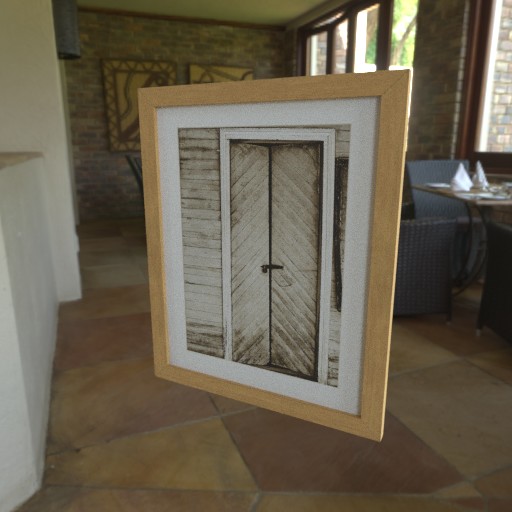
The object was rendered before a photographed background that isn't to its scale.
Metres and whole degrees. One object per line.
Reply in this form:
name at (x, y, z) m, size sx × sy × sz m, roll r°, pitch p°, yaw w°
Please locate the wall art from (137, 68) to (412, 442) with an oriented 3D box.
wall art at (0.000, 0.000, 0.756) m, size 0.460 × 0.561 × 0.020 m, roll 7°, pitch 16°, yaw 26°
